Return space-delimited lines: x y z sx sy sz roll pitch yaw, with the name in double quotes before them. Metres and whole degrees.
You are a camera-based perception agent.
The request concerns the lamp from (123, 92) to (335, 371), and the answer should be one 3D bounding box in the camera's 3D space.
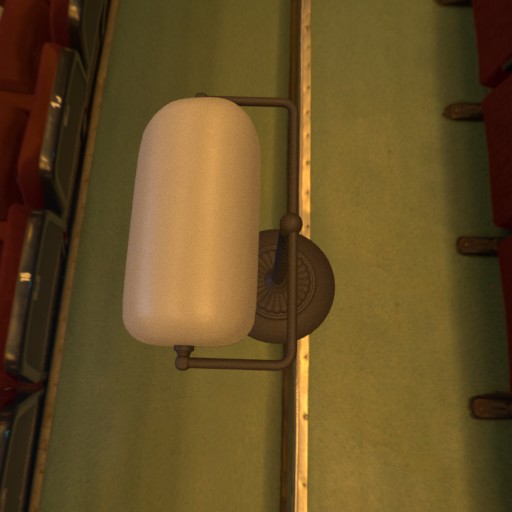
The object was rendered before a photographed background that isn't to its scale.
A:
"lamp" 0.000 0.000 0.518 0.243 0.339 0.264 2 75 0
